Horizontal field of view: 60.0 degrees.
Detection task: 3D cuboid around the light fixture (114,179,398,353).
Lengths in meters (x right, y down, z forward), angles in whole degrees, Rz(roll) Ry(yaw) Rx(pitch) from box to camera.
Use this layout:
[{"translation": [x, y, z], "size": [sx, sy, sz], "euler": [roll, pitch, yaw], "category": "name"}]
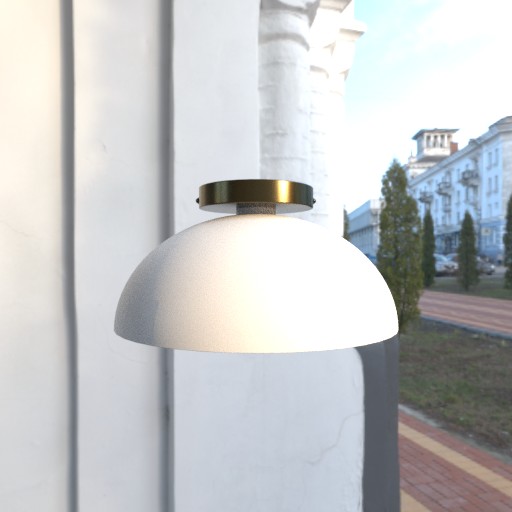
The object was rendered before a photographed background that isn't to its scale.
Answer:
[{"translation": [0.000, 0.000, 0.580], "size": [0.355, 0.177, 0.355], "euler": [0, 0, 0], "category": "light fixture"}]
